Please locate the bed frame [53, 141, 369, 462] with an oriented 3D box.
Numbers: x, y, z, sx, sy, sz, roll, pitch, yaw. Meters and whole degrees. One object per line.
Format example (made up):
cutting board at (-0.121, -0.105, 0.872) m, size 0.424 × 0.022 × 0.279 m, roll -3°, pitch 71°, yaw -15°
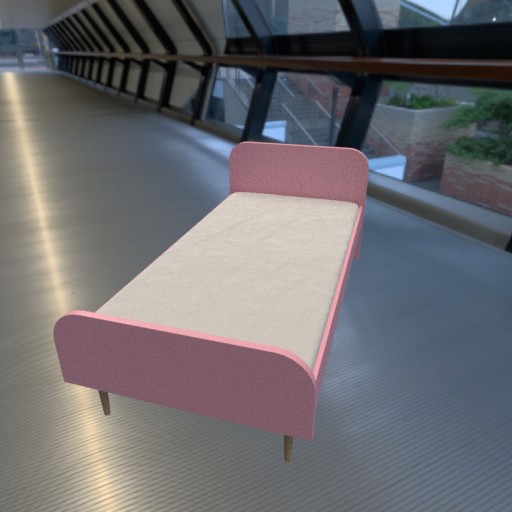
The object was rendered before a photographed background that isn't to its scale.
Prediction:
bed frame at (0.000, 0.000, 2.403) m, size 0.998 × 0.805 × 1.963 m, roll 8°, pitch 27°, yaw 15°
